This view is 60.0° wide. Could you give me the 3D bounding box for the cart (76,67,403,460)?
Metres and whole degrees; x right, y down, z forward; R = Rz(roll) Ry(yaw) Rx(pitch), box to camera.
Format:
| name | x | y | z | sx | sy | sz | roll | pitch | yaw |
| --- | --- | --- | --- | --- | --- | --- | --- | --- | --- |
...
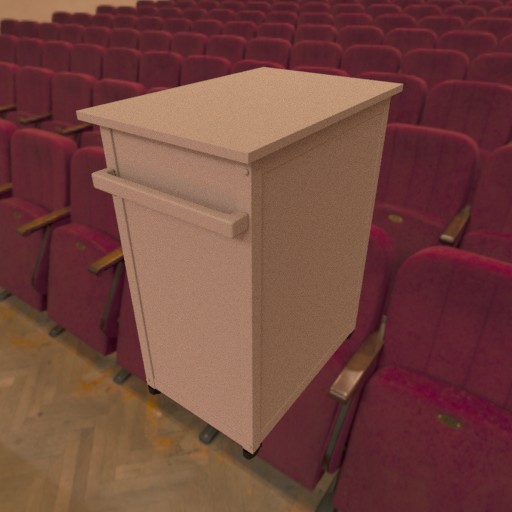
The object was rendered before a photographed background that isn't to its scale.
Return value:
| name | x | y | z | sx | sy | sz | roll | pitch | yaw |
| --- | --- | --- | --- | --- | --- | --- | --- | --- | --- |
| cart | 0.000 | 0.000 | 1.247 | 0.442 | 0.864 | 0.683 | 21 | 38 | 30 |
